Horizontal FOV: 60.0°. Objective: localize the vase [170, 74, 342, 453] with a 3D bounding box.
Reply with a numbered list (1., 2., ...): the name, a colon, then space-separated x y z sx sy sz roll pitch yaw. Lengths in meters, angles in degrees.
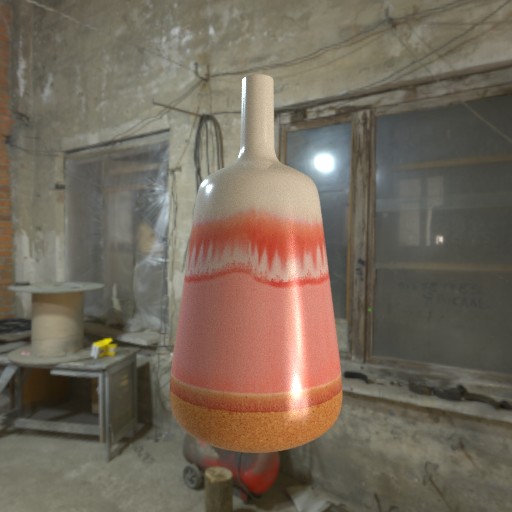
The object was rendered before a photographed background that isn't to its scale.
1. vase: 0.000 0.000 0.375 0.144 0.296 0.144 0 1 0
